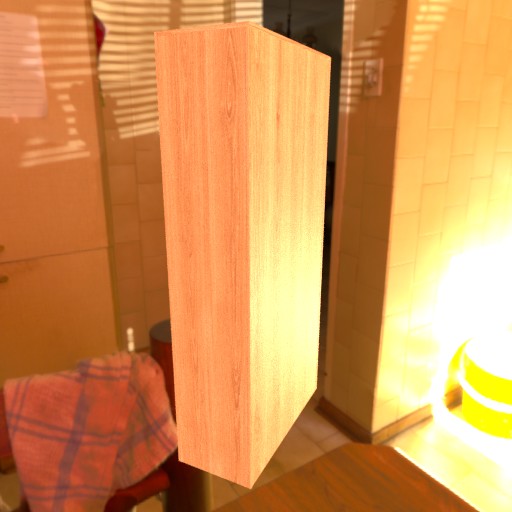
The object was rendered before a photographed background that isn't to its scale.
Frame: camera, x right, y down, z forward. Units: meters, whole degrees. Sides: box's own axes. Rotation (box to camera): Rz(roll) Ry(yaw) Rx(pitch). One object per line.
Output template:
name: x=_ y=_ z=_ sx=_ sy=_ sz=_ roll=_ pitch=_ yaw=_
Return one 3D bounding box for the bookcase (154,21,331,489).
bookcase: x=0.000 y=0.000 z=2.334 sx=0.420 sy=2.020 sz=0.950 roll=8 pitch=18 yaw=26
